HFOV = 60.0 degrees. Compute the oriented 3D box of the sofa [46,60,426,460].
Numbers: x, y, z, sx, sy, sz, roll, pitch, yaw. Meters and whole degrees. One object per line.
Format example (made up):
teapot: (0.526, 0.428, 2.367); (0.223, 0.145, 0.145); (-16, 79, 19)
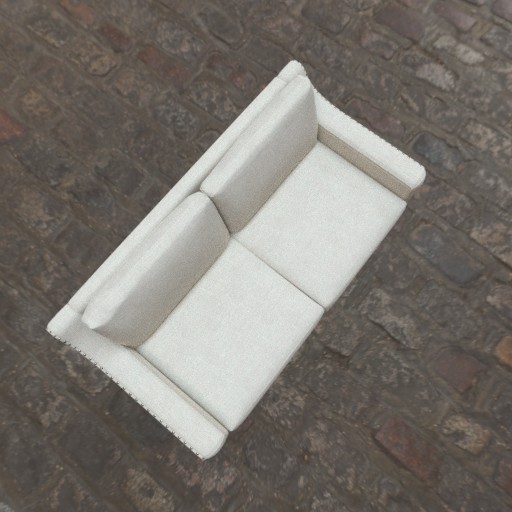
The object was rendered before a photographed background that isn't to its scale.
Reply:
sofa: (0.000, 0.000, 2.715); (1.104, 0.983, 2.107); (38, 78, 10)
